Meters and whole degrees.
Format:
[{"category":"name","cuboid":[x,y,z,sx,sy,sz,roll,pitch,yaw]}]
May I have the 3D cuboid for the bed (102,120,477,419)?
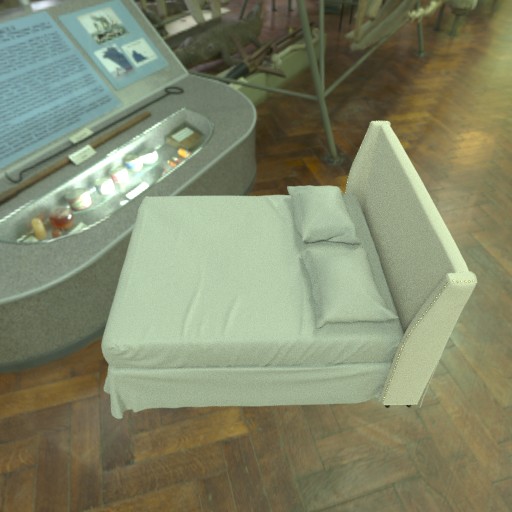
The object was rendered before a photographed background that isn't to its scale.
[{"category":"bed","cuboid":[0.000,0.000,3.400,2.276,1.332,1.925,-1,42,-1]}]
